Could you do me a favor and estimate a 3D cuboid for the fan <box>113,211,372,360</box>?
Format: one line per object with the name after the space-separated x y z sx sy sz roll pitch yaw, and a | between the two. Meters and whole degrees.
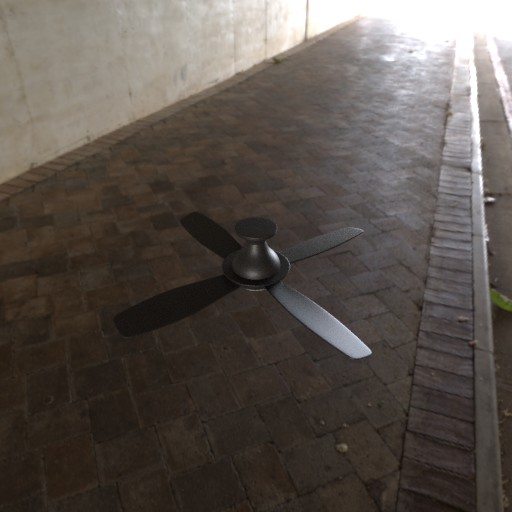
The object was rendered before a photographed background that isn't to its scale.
0.000 0.000 2.543 1.694 0.382 1.694 -22 39 -29 | fan
